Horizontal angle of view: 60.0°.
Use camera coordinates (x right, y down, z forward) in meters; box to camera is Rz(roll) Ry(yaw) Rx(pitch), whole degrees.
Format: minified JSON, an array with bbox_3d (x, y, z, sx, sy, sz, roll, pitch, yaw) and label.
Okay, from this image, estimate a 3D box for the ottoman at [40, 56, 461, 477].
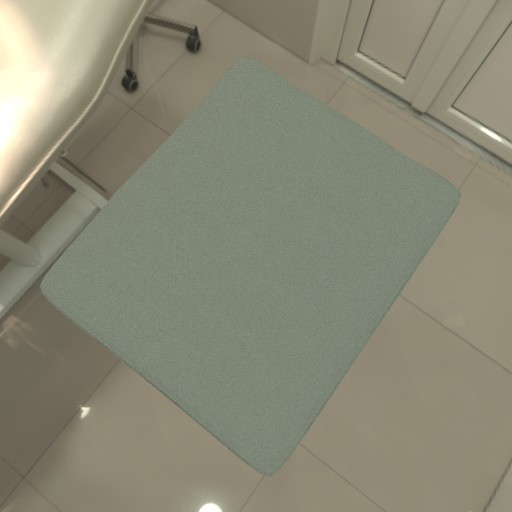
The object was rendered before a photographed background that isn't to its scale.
[{"bbox_3d":[0.000,0.000,1.459,0.842,0.494,0.991,36,78,9],"label":"ottoman"}]
